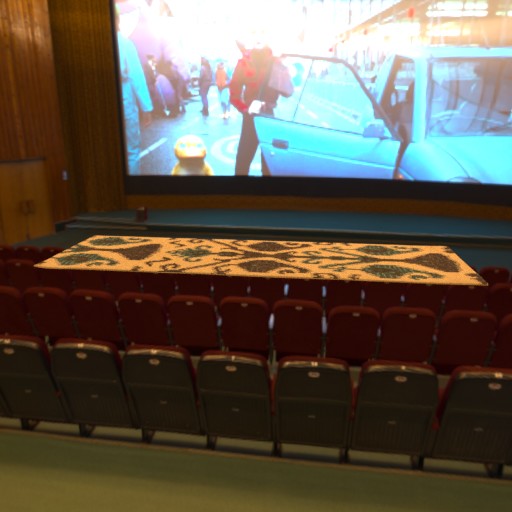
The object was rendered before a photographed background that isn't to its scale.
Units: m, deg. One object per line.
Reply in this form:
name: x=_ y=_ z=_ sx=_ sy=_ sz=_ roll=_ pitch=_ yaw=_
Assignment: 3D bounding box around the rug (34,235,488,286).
rug: x=0.000 y=0.000 z=2.546 sx=2.301 sy=0.017 sz=0.692 roll=2 pitch=17 yaw=7
